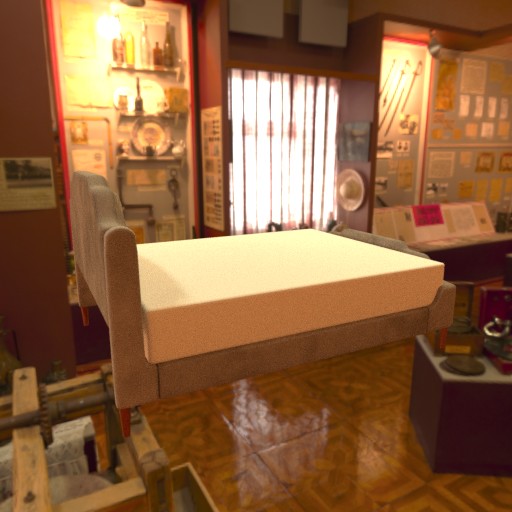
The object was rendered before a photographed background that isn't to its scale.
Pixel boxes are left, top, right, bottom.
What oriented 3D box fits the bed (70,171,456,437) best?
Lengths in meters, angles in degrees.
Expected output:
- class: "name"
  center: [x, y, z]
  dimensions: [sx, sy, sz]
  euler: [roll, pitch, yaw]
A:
- class: "bed"
  center: [0.000, 0.000, 3.245]
  dimensions: [2.340, 1.245, 1.676]
  euler: [-7, 15, -26]
